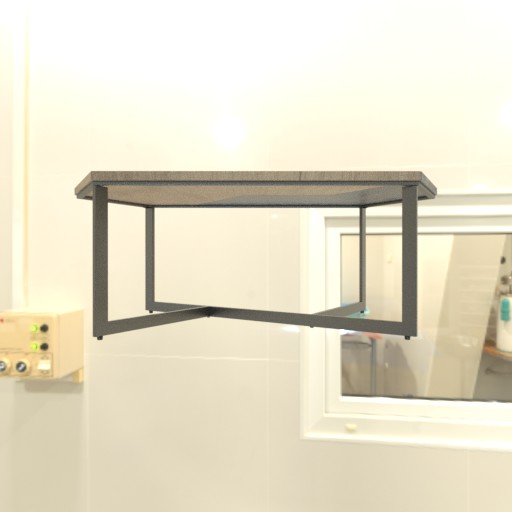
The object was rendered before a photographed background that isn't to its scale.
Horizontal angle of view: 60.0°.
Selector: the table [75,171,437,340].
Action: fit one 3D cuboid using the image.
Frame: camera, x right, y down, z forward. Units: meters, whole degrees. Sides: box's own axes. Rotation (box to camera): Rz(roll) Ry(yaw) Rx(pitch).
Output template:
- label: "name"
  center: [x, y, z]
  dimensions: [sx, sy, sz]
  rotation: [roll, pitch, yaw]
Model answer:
- label: "table"
  center: [0.000, 0.000, 1.492]
  dimensions: [1.219, 0.457, 0.609]
  rotation: [0, 0, 0]
